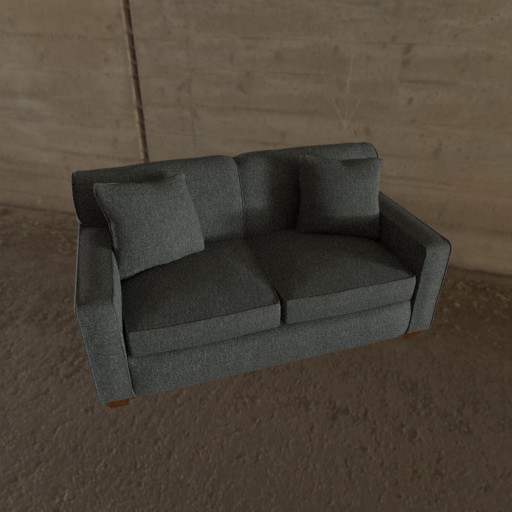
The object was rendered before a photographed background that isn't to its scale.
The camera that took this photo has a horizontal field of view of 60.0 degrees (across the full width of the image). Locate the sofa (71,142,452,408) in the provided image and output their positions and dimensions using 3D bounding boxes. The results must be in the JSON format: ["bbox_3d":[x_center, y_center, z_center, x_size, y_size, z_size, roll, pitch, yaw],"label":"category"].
[{"bbox_3d":[0.000,0.000,2.484,1.846,0.958,0.998,-9,33,-15],"label":"sofa"}]
